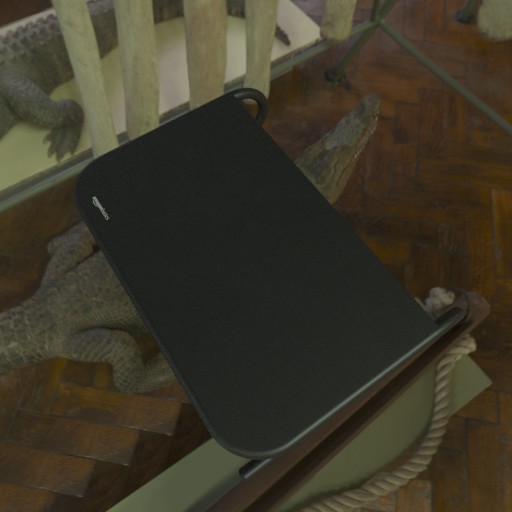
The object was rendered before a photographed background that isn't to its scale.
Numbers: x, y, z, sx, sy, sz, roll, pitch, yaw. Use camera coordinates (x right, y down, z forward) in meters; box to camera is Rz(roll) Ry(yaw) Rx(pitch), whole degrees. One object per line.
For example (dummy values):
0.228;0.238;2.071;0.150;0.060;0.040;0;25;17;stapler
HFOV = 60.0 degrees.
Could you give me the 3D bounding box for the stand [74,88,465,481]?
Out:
0.000;0.000;0.503;0.280;0.108;0.370;-32;68;-14;stand
